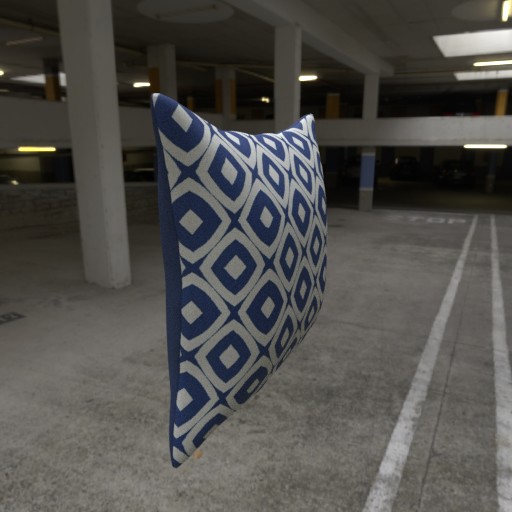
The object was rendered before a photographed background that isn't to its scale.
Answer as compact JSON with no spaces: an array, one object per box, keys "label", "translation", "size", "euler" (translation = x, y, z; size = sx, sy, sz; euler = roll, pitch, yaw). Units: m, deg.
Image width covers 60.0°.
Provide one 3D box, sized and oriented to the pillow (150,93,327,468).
[{"label":"pillow","translation":[0.000,0.000,0.769],"size":[0.188,0.494,0.504],"euler":[7,16,26]}]
